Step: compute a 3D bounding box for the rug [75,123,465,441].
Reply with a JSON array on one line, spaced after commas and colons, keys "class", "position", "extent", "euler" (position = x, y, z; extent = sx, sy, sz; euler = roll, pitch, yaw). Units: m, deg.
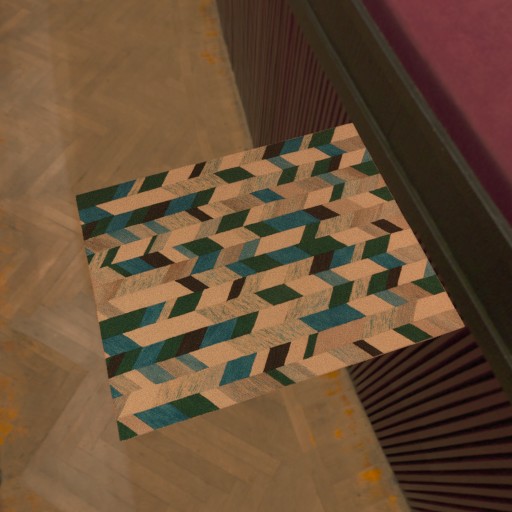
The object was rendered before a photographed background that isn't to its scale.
[{"class": "rug", "position": [0.000, 0.000, 4.163], "extent": [3.036, 0.008, 2.440], "euler": [-16, 65, -8]}]
